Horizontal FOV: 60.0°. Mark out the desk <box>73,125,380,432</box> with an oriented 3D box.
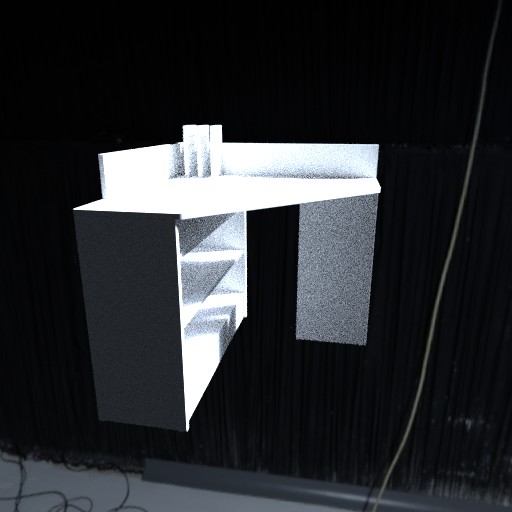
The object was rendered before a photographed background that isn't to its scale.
[{"bbox_3d":[0.000,0.000,1.768,0.940,0.986,0.940,3,18,11],"label":"desk"}]
